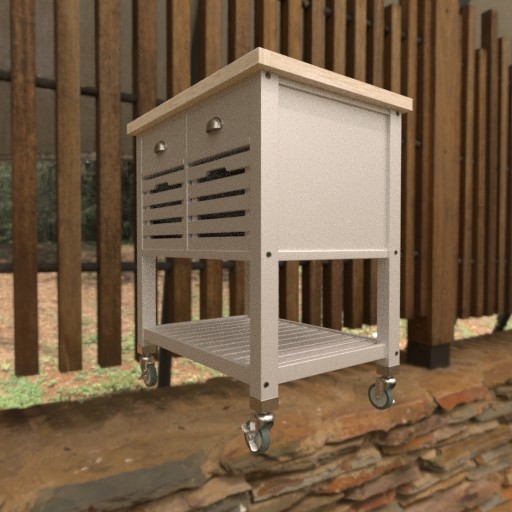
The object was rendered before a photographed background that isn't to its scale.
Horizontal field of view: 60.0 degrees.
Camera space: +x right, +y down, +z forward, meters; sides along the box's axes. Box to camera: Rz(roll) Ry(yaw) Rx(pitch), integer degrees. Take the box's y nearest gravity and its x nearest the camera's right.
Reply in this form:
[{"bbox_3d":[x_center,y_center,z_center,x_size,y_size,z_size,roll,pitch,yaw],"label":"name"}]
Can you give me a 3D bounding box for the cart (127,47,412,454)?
[{"bbox_3d":[0.000,0.000,1.427,0.559,0.914,0.762,-1,2,-37],"label":"cart"}]
